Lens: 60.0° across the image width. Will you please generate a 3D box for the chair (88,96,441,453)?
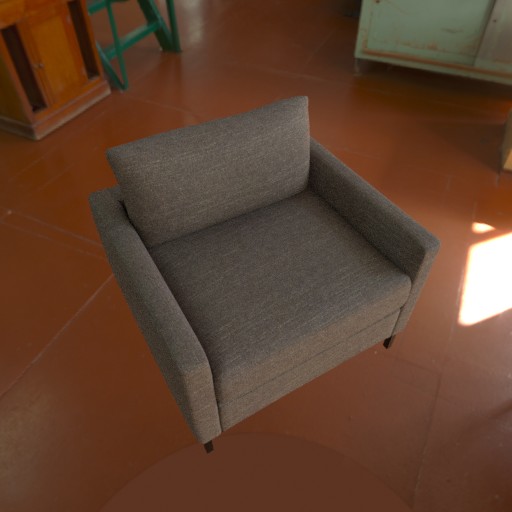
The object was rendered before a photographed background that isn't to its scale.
[{"bbox_3d":[0.000,0.000,1.623,0.940,0.841,0.845,-23,51,-20],"label":"chair"}]
